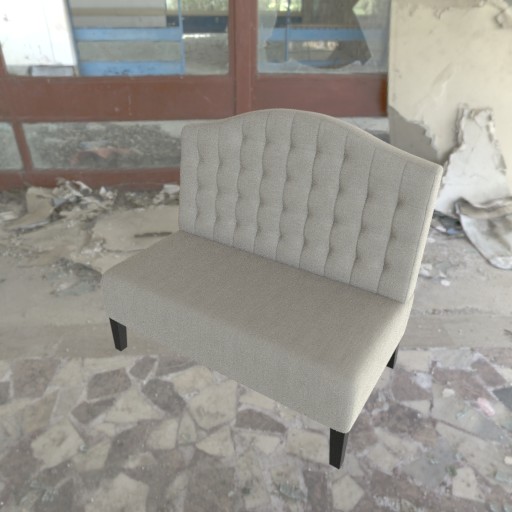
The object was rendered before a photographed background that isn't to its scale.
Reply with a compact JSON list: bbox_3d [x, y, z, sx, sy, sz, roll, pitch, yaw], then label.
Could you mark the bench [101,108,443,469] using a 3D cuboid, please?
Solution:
[{"bbox_3d":[0.000,0.000,2.052,1.335,1.180,0.815,18,35,28],"label":"bench"}]
